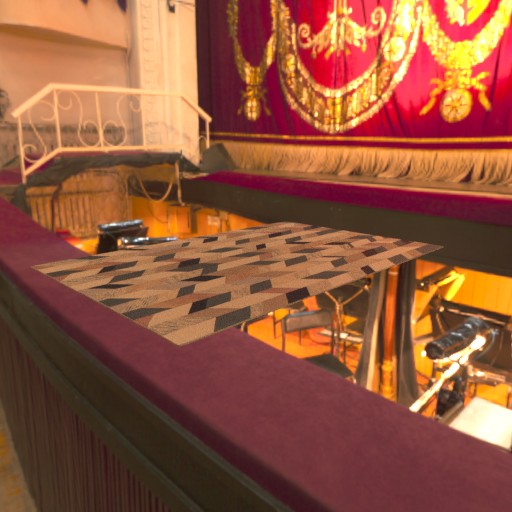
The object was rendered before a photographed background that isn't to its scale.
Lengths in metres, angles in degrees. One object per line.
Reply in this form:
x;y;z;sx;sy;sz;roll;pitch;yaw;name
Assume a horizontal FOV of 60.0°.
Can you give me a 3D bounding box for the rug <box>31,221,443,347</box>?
0.000;0.000;2.299;1.813;0.006;1.202;-14;19;-43;rug
